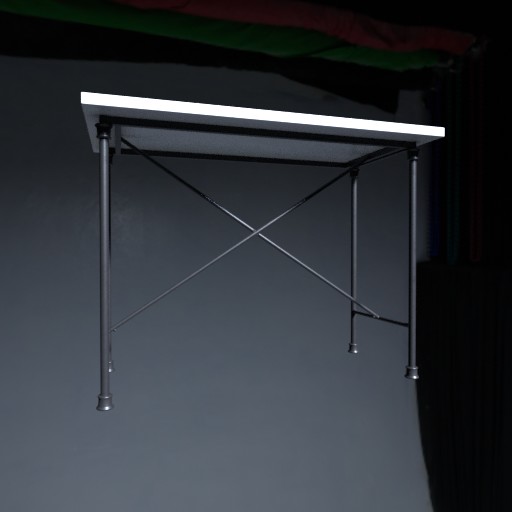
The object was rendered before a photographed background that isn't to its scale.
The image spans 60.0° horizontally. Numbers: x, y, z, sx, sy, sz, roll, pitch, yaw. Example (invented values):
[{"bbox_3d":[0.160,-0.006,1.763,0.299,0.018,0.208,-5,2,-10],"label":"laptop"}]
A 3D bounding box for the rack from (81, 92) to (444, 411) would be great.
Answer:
[{"bbox_3d":[0.000,0.000,1.641,1.159,0.880,0.613,0,1,-17],"label":"rack"}]
